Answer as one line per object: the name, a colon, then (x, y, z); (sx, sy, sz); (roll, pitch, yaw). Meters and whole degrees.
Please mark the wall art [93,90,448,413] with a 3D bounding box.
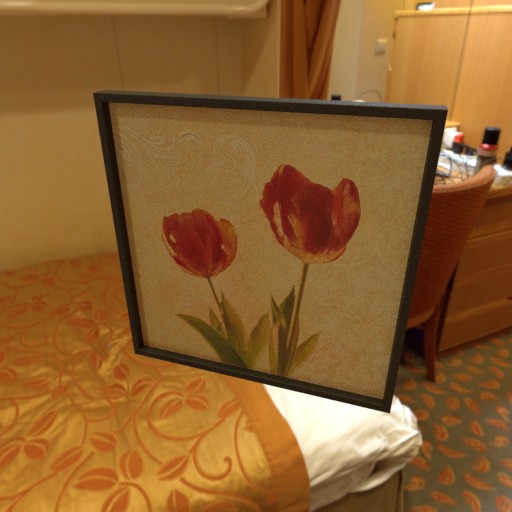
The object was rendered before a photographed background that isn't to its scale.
wall art: (0.000, 0.000, 0.513); (0.349, 0.349, 0.038); (9, 29, 16)
